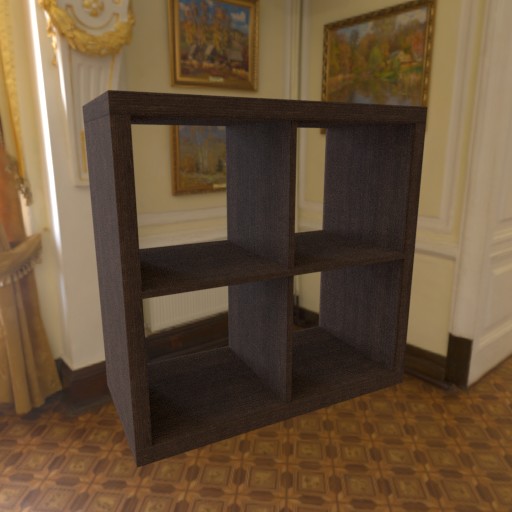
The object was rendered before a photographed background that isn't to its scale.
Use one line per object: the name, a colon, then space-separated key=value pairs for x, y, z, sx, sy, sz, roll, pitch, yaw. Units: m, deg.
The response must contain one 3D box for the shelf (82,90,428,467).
shelf: x=0.000 y=0.000 z=1.227 sx=0.790 sy=0.786 sz=0.390 roll=-7 pitch=16 yaw=-26
